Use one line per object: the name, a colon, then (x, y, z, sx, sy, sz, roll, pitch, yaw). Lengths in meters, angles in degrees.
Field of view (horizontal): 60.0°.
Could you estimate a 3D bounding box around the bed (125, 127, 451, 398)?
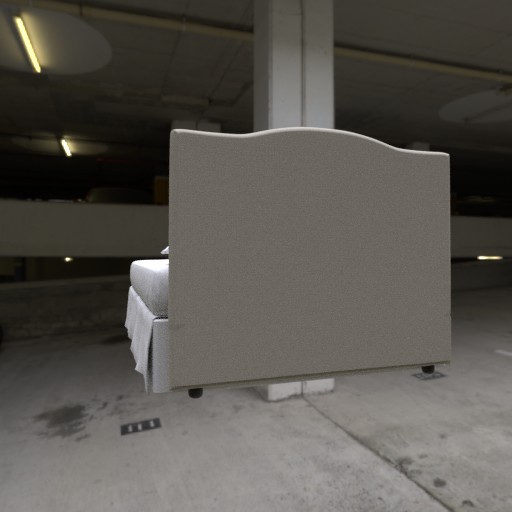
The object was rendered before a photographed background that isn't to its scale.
bed: (0.000, 0.000, 3.618, 1.977, 1.437, 2.477, 0, 0, -19)
